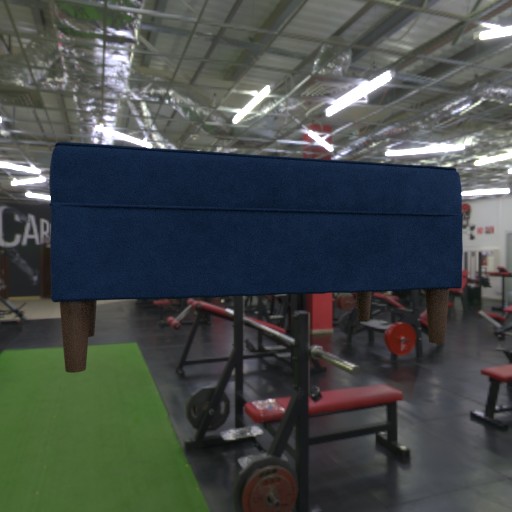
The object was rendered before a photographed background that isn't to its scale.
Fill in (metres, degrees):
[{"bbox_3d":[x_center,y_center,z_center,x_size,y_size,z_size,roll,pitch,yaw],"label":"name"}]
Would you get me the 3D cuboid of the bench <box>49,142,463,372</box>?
[{"bbox_3d":[0.000,0.000,1.243,1.010,0.467,0.489,0,1,-17],"label":"bench"}]
